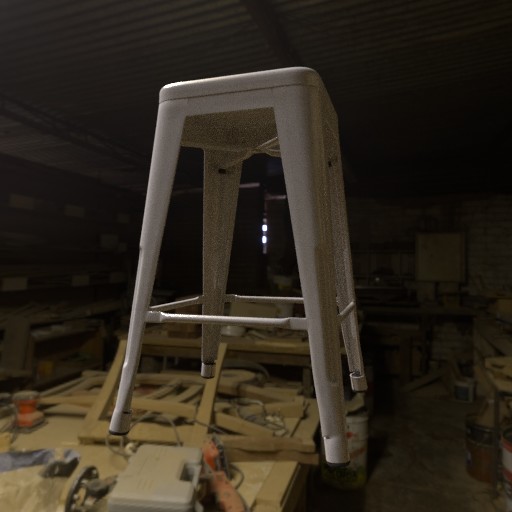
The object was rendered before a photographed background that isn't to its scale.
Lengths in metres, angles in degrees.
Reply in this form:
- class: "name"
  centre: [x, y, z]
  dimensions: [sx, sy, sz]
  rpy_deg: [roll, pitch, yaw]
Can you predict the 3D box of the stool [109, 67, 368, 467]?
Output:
- class: "stool"
  centre: [0.000, 0.000, 0.880]
  dimensions: [0.406, 0.610, 0.406]
  rpy_deg: [0, 0, 18]
